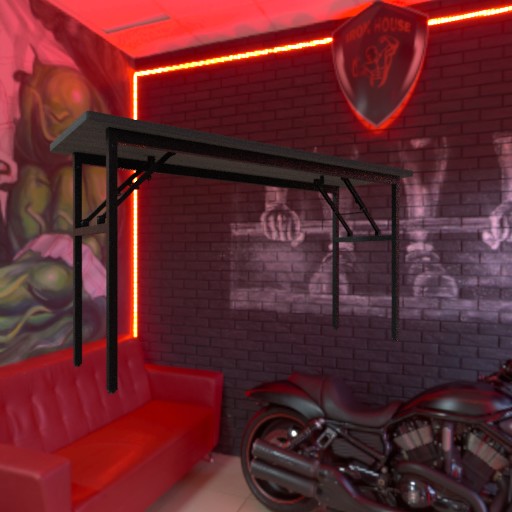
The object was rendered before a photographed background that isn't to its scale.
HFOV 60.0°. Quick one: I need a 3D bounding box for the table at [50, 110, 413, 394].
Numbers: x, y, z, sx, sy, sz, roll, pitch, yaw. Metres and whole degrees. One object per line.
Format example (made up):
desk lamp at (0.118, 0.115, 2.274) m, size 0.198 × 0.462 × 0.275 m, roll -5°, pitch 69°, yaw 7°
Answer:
table at (0.000, 0.000, 1.728) m, size 1.399 × 0.750 × 0.449 m, roll 0°, pitch 0°, yaw -36°
